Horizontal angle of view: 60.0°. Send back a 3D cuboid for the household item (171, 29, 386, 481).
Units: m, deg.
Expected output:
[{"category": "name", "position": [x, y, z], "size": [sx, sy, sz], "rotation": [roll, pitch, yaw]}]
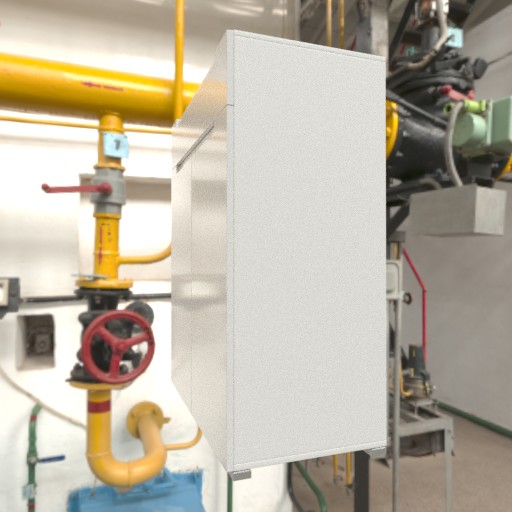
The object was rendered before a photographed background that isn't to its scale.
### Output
[{"category": "household item", "position": [0.000, 0.000, 1.428], "size": [0.420, 1.010, 0.790], "rotation": [0, -1, -20]}]
